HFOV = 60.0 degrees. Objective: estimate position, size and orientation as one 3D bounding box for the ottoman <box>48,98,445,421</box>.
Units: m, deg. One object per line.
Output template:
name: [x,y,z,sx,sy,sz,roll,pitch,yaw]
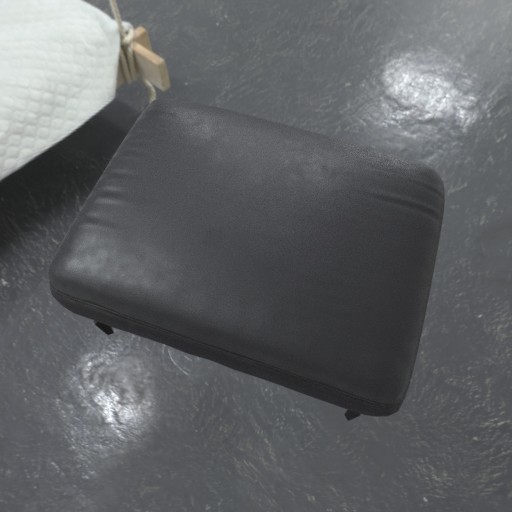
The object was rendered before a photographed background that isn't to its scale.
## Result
ottoman: [0.000,0.000,1.075,0.764,0.402,0.570,17,64,9]
